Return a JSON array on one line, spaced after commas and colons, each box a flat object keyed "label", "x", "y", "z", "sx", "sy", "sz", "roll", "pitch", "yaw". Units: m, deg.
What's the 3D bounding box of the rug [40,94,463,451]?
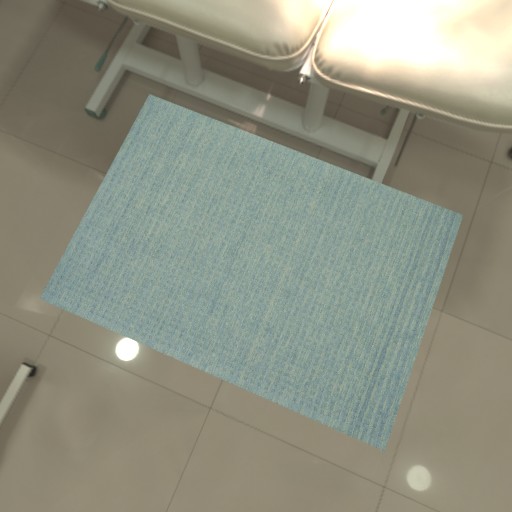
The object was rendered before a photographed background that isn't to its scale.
[{"label": "rug", "x": 0.000, "y": 0.000, "z": 3.601, "sx": 2.895, "sy": 0.006, "sz": 1.982, "roll": 22, "pitch": 78, "yaw": 5}]
